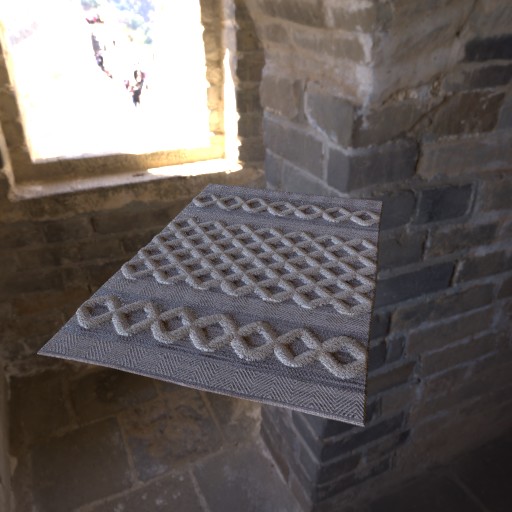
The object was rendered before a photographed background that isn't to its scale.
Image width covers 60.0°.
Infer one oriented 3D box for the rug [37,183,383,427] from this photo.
[{"bbox_3d":[0.000,0.000,2.284,1.222,0.030,1.823,8,31,14],"label":"rug"}]
